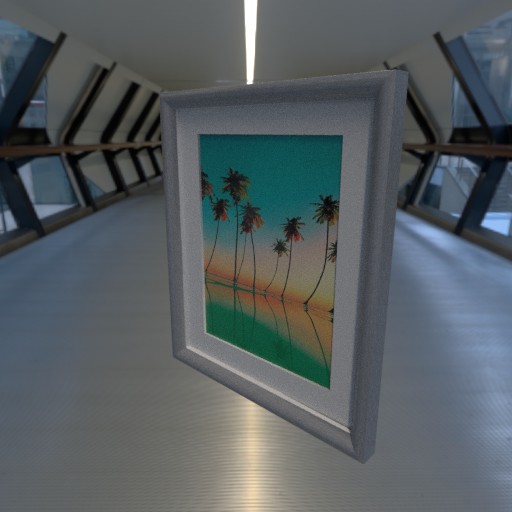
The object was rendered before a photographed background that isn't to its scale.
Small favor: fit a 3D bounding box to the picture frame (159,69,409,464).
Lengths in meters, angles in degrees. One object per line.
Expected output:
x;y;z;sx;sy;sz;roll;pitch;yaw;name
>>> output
0.000;0.000;0.522;0.327;0.378;0.027;15;21;42;picture frame
